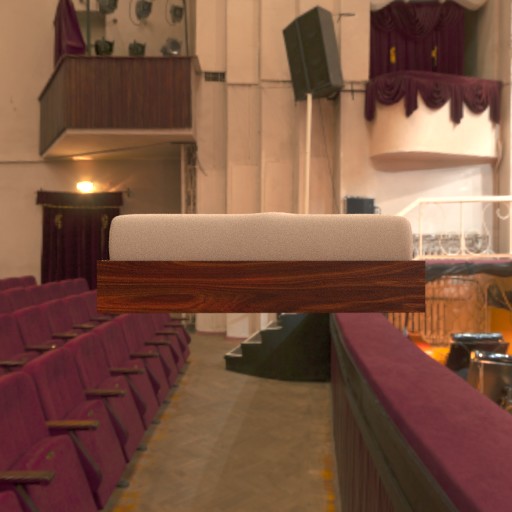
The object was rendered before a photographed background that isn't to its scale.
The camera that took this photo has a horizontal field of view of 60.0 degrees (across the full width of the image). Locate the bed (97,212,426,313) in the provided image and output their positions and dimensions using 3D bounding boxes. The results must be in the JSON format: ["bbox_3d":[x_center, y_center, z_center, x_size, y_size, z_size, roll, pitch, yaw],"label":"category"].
[{"bbox_3d":[0.000,0.000,2.197,0.940,0.312,1.860,0,0,-1],"label":"bed"}]
